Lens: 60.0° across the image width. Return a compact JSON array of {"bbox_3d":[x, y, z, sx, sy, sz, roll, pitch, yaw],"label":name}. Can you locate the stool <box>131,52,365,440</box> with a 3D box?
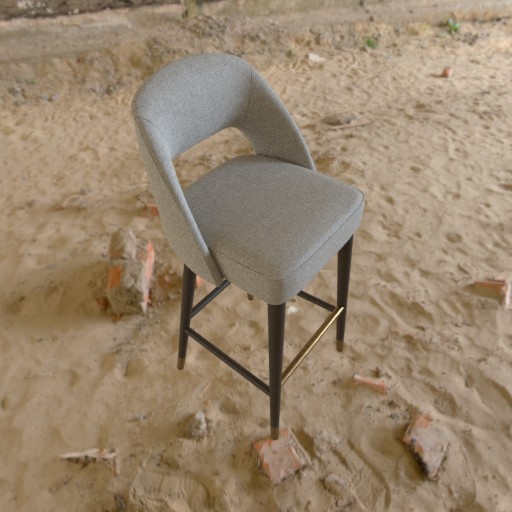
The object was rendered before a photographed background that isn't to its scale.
[{"bbox_3d":[0.000,0.000,1.329,0.509,1.037,0.494,28,50,26],"label":"stool"}]
